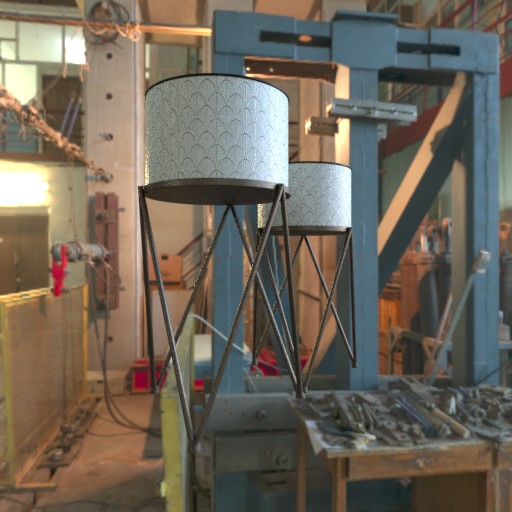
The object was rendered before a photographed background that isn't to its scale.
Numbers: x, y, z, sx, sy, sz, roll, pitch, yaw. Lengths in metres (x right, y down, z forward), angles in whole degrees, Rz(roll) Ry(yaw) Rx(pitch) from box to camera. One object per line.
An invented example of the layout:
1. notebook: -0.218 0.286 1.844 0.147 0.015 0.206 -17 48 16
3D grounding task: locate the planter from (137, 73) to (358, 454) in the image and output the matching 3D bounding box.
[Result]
1. planter: 0.000 0.000 1.188 0.413 0.712 0.769 0 0 36
